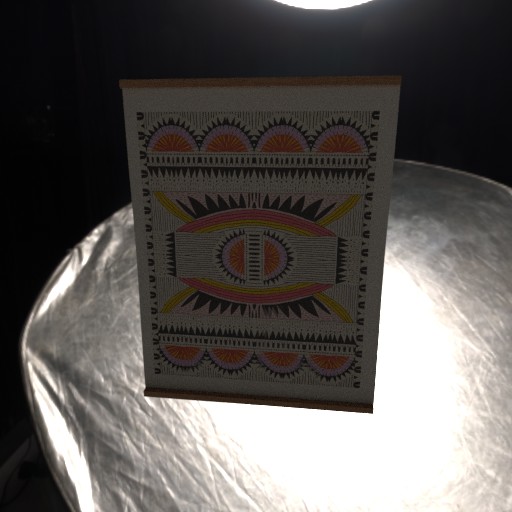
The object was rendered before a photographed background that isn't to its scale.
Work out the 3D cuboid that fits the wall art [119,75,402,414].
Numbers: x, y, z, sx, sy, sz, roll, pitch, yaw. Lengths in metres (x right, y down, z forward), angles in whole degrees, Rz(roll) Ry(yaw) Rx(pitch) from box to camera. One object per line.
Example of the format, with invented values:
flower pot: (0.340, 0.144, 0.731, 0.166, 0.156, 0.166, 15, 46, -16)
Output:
wall art: (0.000, 0.000, 0.707, 0.403, 0.527, 0.028, 2, 16, 7)
